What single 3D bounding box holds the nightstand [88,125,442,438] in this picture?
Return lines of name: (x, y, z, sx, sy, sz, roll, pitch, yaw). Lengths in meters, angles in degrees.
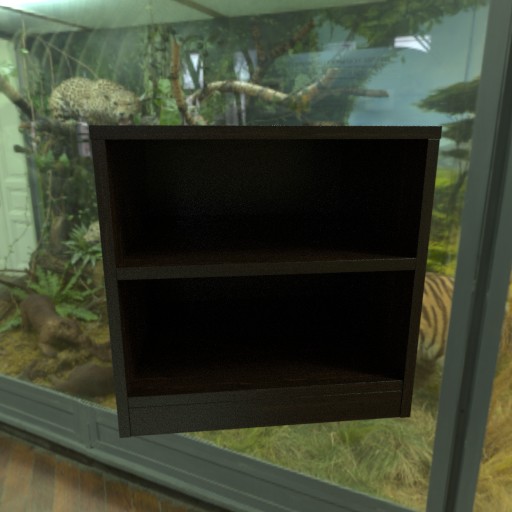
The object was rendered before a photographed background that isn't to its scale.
nightstand: (0.000, 0.000, 0.874, 0.489, 0.487, 0.427, -2, 16, -6)
